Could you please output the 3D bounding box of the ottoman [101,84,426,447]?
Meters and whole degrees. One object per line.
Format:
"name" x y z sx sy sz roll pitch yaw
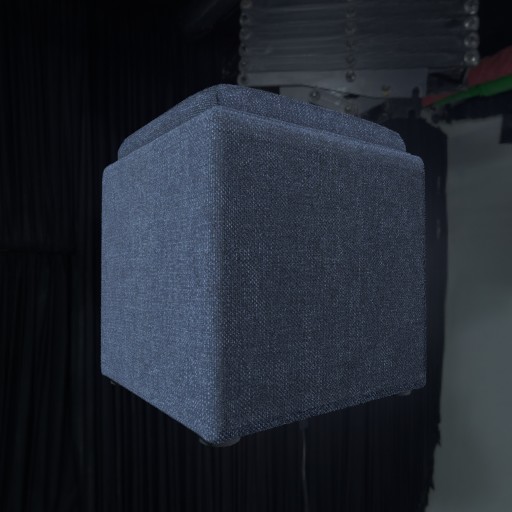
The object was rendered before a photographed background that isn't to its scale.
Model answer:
"ottoman" 0.000 0.000 0.843 0.454 0.493 0.436 1 -1 -36
